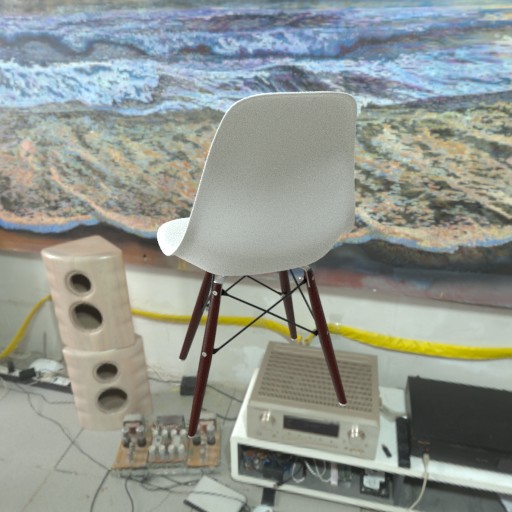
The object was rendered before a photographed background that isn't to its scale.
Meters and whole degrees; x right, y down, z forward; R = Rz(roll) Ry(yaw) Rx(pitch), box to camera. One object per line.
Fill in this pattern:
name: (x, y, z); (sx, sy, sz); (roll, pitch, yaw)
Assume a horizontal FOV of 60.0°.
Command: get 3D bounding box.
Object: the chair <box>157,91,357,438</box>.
chair: (0.000, 0.000, 1.132); (0.470, 0.826, 0.533); (-8, 26, -16)
